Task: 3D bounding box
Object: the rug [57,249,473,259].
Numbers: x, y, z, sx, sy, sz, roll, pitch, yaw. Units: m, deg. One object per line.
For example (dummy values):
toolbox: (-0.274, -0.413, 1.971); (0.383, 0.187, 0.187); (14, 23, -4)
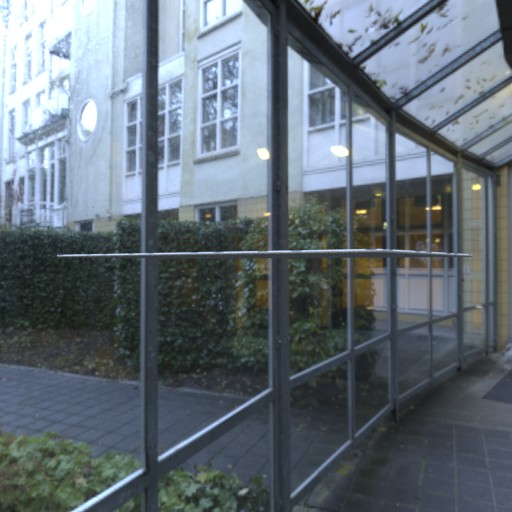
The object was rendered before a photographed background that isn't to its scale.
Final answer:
rug: (0.000, 0.000, 2.980); (2.365, 0.017, 1.521); (-1, -1, 38)
